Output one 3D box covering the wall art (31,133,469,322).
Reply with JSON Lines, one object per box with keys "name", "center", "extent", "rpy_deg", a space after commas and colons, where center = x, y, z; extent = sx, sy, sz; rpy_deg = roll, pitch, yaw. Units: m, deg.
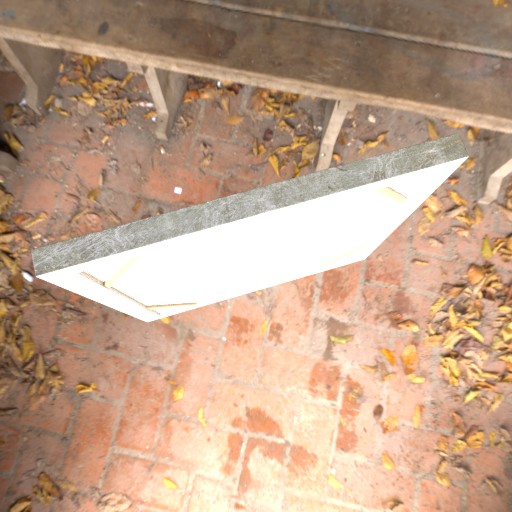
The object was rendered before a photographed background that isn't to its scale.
{"name": "wall art", "center": [0.000, 0.000, 0.899], "extent": [0.610, 0.610, 0.038], "rpy_deg": [-16, 77, -4]}
